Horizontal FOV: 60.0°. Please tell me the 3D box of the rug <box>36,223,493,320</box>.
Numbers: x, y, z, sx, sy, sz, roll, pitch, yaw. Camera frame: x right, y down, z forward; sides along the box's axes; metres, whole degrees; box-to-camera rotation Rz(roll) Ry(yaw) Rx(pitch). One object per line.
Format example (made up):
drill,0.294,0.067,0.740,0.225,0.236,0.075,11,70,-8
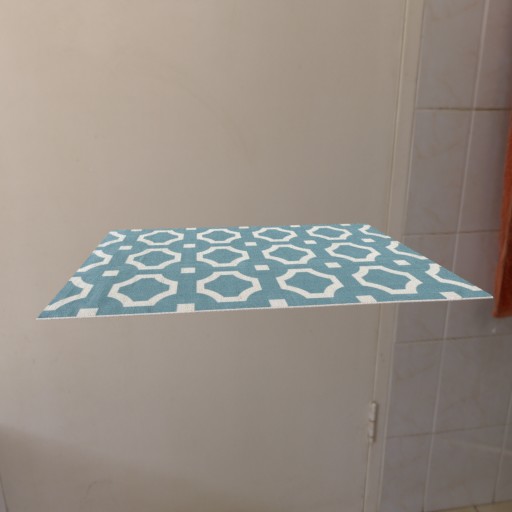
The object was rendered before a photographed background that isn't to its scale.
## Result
rug,0.000,0.000,4.093,3.049,0.021,2.466,-2,16,-7
